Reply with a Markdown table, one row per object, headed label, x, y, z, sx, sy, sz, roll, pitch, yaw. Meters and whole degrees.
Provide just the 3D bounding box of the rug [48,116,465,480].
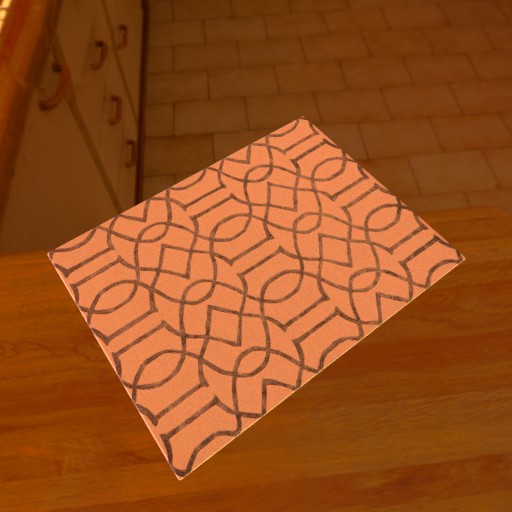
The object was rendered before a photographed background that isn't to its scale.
| label | x | y | z | sx | sy | sz | roll | pitch | yaw |
| --- | --- | --- | --- | --- | --- | --- | --- | --- | --- |
| rug | 0.000 | 0.000 | 3.863 | 2.910 | 0.021 | 2.211 | -32 | 64 | -18 |
